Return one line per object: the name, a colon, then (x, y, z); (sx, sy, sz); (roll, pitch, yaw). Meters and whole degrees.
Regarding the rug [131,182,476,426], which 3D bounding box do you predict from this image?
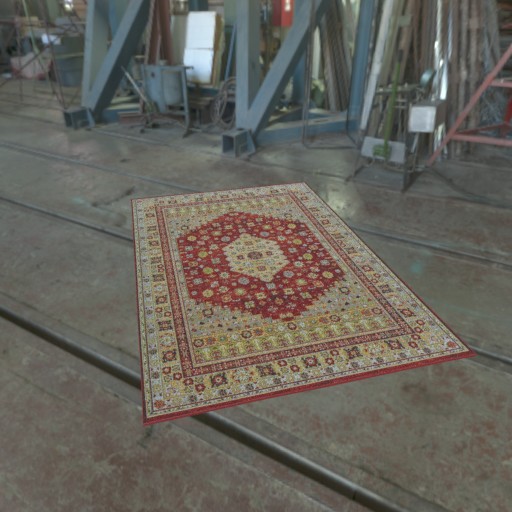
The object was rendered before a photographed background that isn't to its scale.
rug: (0.000, 0.000, 2.240); (1.194, 0.013, 1.802); (-8, 31, -13)
